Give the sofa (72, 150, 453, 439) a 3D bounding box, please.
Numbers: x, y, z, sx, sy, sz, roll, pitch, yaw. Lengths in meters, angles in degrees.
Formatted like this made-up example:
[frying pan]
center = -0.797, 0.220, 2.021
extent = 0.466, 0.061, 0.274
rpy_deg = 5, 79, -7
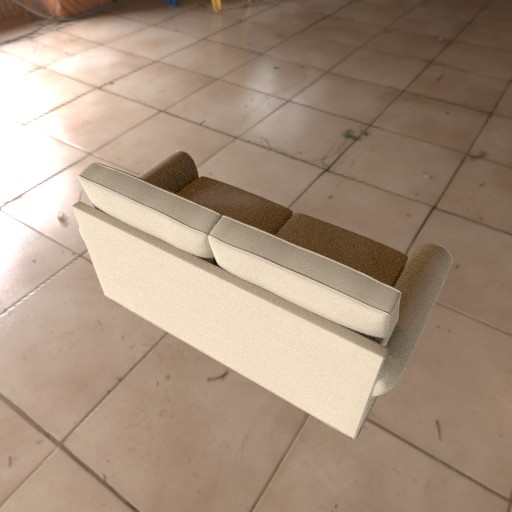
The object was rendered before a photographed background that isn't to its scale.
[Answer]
[sofa]
center = 0.000, 0.000, 2.324
extent = 1.774, 0.933, 0.861
rpy_deg = 24, 50, 22
